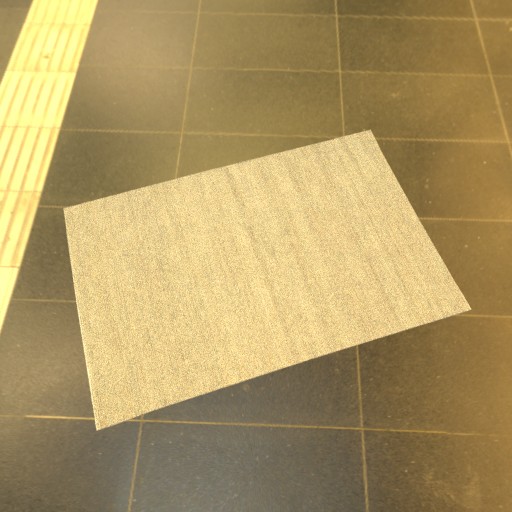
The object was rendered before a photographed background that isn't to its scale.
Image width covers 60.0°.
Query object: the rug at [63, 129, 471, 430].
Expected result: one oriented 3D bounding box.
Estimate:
[{"bbox_3d":[0.000,0.000,2.269,1.820,0.022,1.179,-16,65,-7],"label":"rug"}]
